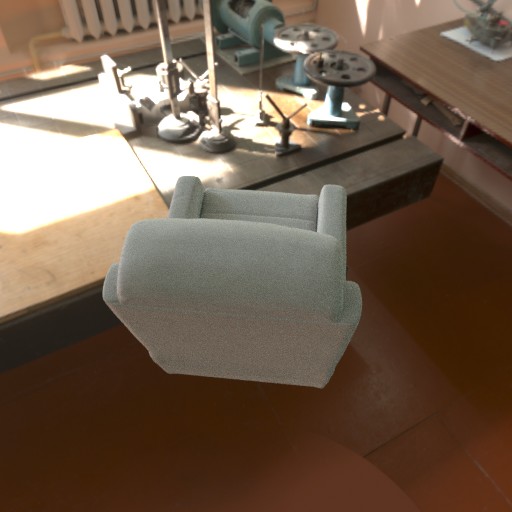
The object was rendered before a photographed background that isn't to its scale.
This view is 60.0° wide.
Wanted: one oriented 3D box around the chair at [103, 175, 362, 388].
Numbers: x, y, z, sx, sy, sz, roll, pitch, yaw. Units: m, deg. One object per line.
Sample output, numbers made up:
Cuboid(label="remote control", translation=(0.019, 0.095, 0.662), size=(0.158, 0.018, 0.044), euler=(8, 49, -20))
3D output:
Cuboid(label="chair", translation=(0.000, 0.000, 1.725), size=(0.798, 1.013, 1.043), euler=(4, 48, 4))
